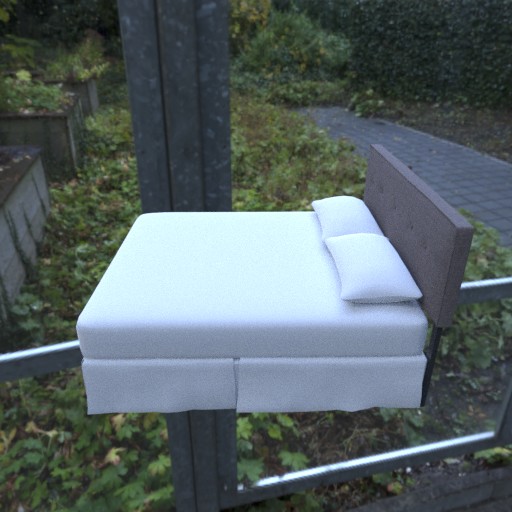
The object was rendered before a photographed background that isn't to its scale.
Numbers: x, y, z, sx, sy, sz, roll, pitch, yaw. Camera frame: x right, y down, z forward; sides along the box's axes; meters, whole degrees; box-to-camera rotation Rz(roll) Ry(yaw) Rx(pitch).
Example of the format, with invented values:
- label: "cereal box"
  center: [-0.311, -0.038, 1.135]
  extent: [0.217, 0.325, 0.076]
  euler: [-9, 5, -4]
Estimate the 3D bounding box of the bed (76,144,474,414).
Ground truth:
- label: "bed"
  center: [0.000, 0.000, 2.853]
  extent: [1.894, 1.089, 1.610]
  euler: [0, 27, -1]
